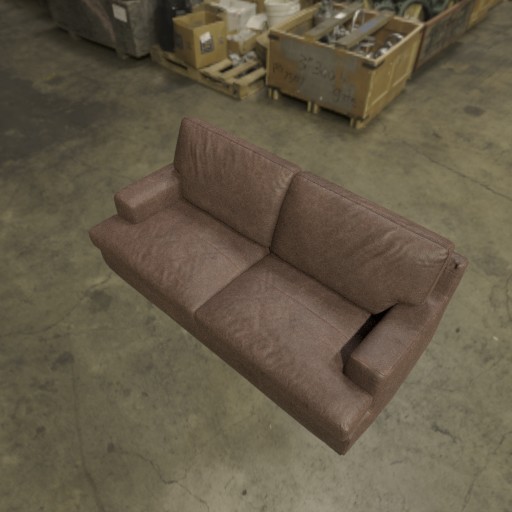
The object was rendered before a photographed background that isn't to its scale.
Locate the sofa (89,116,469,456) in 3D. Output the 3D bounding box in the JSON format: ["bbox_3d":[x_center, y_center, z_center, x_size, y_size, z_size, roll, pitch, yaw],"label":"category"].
[{"bbox_3d":[0.000,0.000,2.868,2.261,0.941,1.143,32,54,27],"label":"sofa"}]
